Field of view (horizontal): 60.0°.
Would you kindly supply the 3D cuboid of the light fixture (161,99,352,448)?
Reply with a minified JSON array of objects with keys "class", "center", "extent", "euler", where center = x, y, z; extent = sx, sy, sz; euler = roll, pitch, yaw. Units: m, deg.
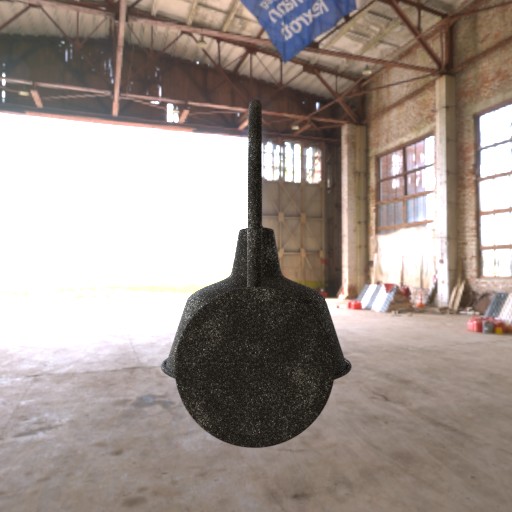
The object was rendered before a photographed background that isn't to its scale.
[{"class":"light fixture","center":[0.000,0.000,0.482],"extent":[0.216,0.300,0.283],"euler":[0,-1,0]}]
